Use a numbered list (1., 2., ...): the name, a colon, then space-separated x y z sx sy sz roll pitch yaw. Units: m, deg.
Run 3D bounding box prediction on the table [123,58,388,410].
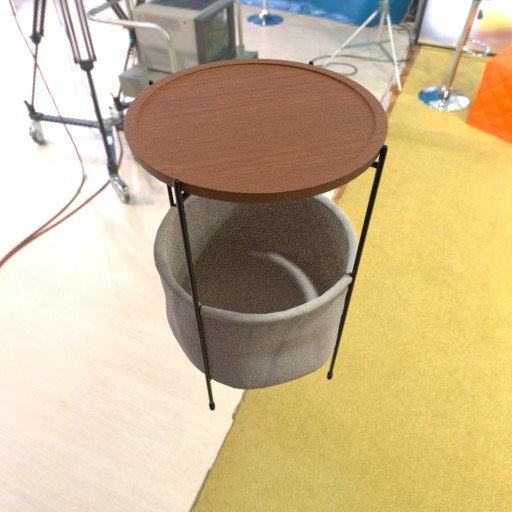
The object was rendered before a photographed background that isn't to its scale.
1. table: 0.000 0.000 0.882 0.393 0.623 0.393 -11 47 -11
